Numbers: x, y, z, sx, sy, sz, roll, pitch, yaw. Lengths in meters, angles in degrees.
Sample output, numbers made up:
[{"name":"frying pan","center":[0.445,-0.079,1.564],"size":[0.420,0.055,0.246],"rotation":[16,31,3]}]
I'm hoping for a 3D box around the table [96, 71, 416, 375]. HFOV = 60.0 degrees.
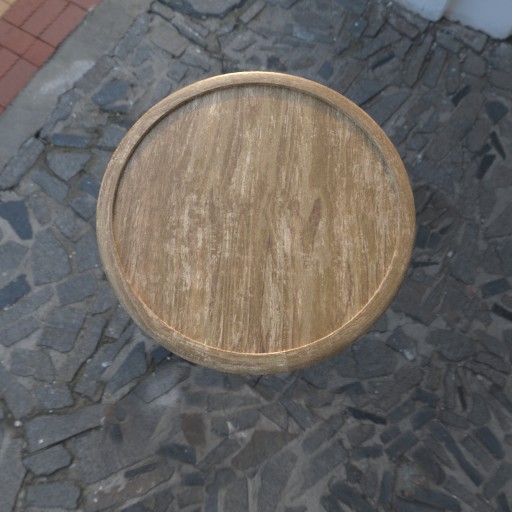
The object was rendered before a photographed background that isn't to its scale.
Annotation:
[{"name":"table","center":[0.000,0.000,0.790],"size":[0.407,0.482,0.407],"rotation":[0,75,0]}]
